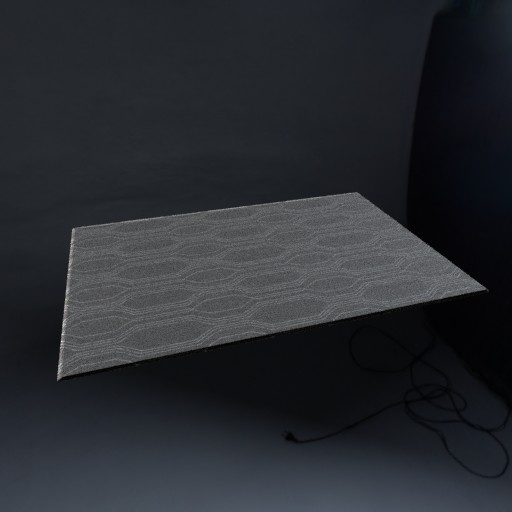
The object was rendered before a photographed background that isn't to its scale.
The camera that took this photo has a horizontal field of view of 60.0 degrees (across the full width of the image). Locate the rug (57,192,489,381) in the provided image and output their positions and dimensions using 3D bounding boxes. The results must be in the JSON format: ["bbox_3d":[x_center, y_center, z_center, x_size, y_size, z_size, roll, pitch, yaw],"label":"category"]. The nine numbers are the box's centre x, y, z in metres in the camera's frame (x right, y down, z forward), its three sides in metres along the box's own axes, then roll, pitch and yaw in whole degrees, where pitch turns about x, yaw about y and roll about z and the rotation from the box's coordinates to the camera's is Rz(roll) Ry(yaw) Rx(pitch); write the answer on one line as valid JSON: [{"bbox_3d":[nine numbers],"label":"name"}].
[{"bbox_3d":[0.000,0.000,2.288,1.836,0.012,1.239,-9,31,-15],"label":"rug"}]
